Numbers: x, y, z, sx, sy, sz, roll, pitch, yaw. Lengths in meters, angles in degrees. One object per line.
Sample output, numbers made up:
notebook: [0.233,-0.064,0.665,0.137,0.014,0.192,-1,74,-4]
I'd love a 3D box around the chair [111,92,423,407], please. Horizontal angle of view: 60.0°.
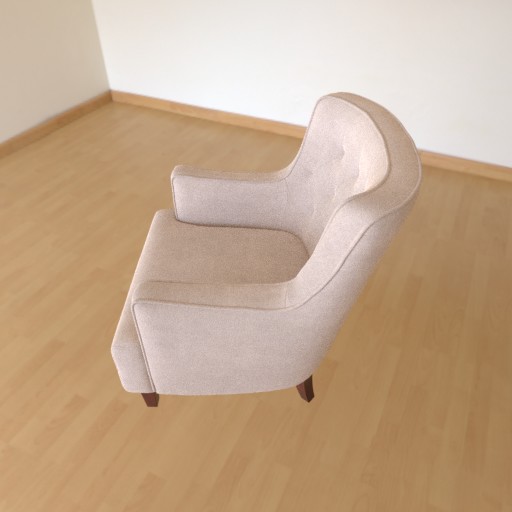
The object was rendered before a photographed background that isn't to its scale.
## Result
chair: [0.000,0.000,1.577,0.910,0.920,0.781,1,41,1]
